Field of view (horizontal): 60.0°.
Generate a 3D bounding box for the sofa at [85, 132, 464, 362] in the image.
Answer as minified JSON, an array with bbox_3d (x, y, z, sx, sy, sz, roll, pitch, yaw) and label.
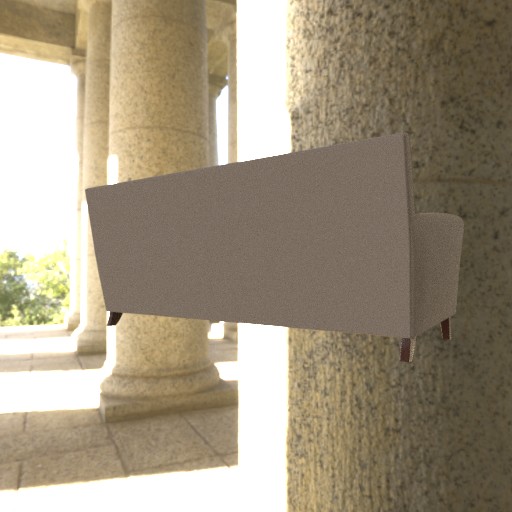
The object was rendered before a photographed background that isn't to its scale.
[{"bbox_3d":[0.000,0.000,2.453,2.000,0.846,0.875,-1,-2,35],"label":"sofa"}]
